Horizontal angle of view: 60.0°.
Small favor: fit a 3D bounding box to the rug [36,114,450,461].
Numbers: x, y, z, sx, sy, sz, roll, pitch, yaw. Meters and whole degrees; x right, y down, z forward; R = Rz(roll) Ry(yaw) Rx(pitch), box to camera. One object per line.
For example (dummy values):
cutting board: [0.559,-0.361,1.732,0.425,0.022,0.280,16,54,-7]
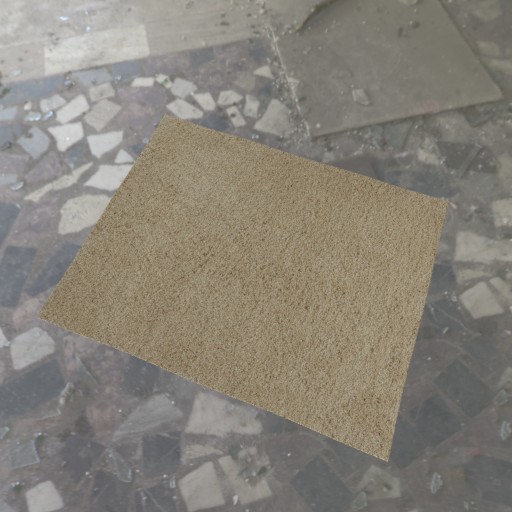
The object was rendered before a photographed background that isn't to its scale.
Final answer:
rug: [0.000,0.000,3.957,3.000,0.025,2.400,19,66,9]
